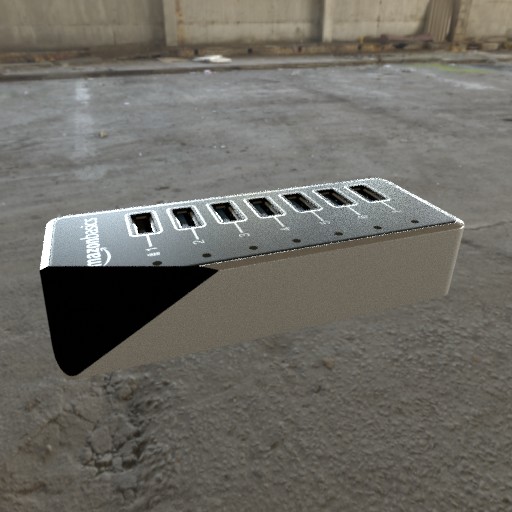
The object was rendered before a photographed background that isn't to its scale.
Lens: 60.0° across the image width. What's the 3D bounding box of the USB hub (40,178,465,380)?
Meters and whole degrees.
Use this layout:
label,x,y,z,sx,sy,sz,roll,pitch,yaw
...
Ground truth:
label,x,y,z,sx,sy,sz,roll,pitch,yaw
USB hub,0.000,0.000,0.128,0.110,0.023,0.044,-10,30,-17
